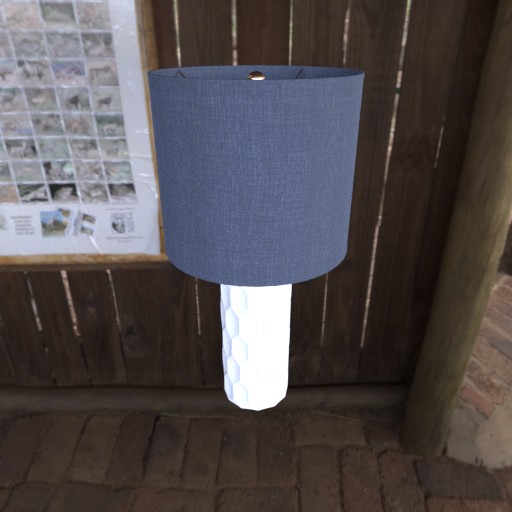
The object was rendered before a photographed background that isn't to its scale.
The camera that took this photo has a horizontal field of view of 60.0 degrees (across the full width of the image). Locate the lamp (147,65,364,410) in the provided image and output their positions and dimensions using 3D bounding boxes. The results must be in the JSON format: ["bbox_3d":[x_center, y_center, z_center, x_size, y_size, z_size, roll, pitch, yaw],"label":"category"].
[{"bbox_3d":[0.000,0.000,0.695,0.277,0.537,0.277,-9,27,-17],"label":"lamp"}]
